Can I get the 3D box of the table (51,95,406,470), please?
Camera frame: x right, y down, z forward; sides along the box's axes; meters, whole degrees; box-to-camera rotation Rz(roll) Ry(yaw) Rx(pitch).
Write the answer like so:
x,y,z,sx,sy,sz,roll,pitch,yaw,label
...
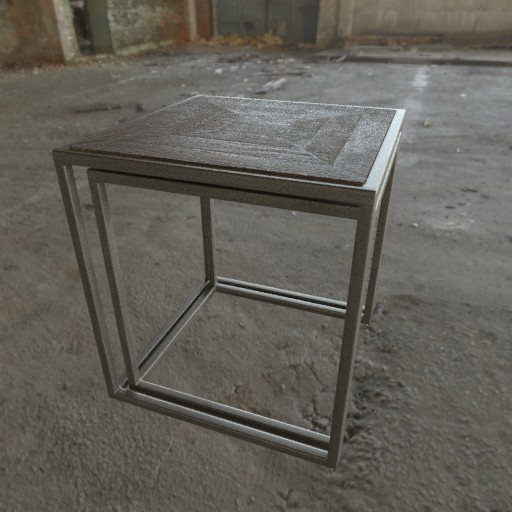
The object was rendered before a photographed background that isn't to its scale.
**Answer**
x,y,z,sx,sy,sz,roll,pitch,yaw,label
0.000,0.000,0.860,0.449,0.500,0.450,10,32,17,table
